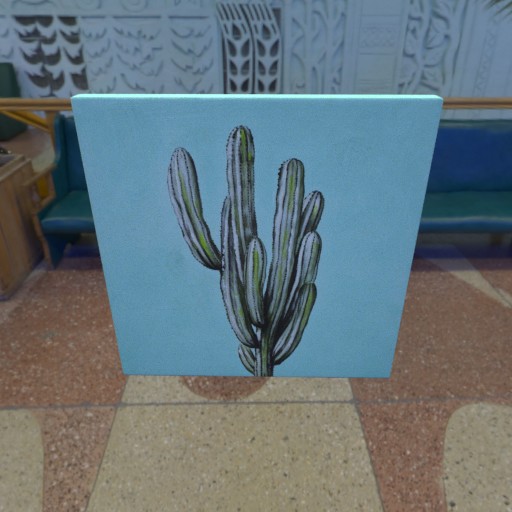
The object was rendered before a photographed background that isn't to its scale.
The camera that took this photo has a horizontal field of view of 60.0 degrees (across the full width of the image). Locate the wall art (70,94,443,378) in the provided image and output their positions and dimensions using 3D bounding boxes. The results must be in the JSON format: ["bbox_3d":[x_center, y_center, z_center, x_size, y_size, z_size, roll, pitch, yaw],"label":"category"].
[{"bbox_3d":[0.000,0.000,1.112,0.765,0.766,0.054,0,29,1],"label":"wall art"}]
